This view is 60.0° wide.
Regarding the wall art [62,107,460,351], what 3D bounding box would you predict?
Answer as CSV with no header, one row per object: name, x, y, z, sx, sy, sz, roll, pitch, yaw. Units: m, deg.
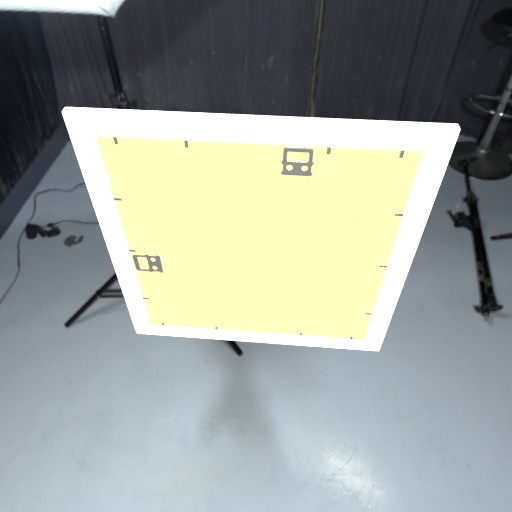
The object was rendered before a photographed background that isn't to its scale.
wall art,0.000,0.000,0.859,0.584,0.584,0.013,4,46,3
